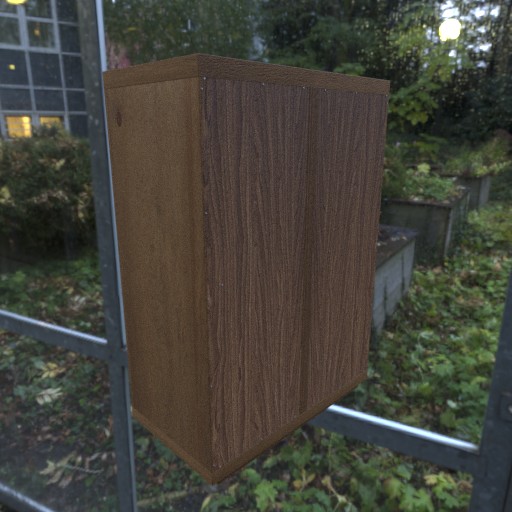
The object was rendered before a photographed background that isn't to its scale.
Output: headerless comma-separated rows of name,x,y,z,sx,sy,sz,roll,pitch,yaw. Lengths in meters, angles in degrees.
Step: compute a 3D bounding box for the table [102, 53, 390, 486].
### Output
table,0.000,0.000,1.719,0.901,1.294,0.524,-15,22,-42
